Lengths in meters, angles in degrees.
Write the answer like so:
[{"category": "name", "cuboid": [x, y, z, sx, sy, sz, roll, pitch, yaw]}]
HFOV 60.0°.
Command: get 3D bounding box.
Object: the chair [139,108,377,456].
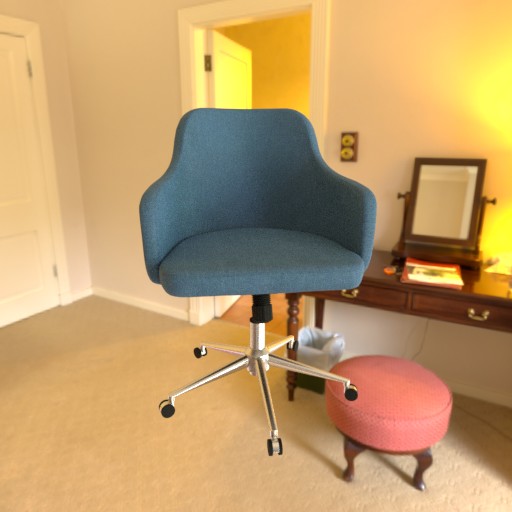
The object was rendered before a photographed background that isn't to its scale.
[{"category": "chair", "cuboid": [0.000, 0.000, 1.254, 0.599, 0.820, 0.655, -2, 16, -8]}]
